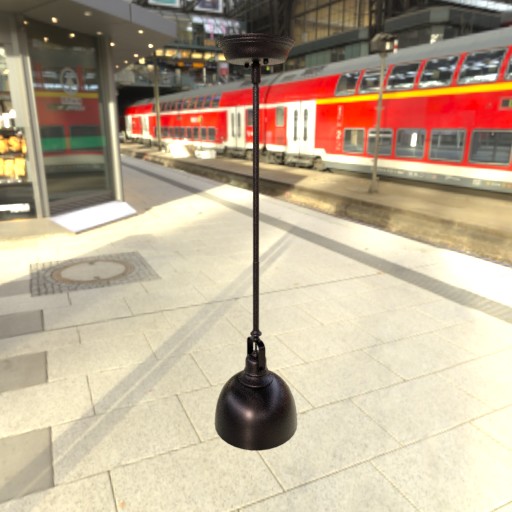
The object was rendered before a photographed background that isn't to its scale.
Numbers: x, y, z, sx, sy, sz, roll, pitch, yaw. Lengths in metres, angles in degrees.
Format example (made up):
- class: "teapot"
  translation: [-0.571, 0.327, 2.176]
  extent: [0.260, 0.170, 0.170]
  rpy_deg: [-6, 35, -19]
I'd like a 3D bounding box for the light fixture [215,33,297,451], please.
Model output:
- class: "light fixture"
  translation: [0.000, 0.000, 0.869]
  extent: [0.182, 0.768, 0.182]
  rpy_deg: [-8, 19, -26]
